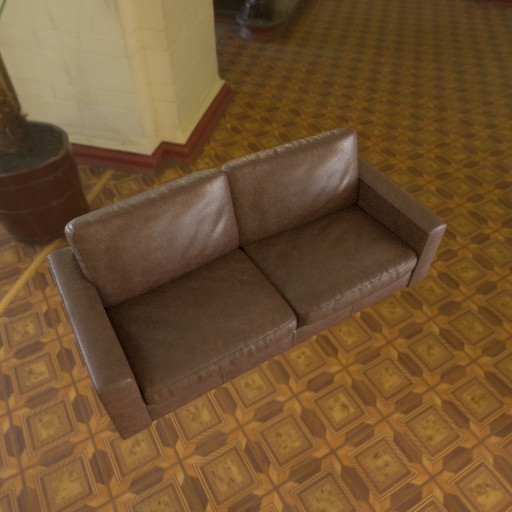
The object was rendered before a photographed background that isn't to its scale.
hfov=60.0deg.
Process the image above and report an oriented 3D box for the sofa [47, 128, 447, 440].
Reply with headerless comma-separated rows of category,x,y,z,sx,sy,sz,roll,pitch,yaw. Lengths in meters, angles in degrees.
sofa,0.000,0.000,2.682,2.179,0.873,1.016,-23,51,-20
